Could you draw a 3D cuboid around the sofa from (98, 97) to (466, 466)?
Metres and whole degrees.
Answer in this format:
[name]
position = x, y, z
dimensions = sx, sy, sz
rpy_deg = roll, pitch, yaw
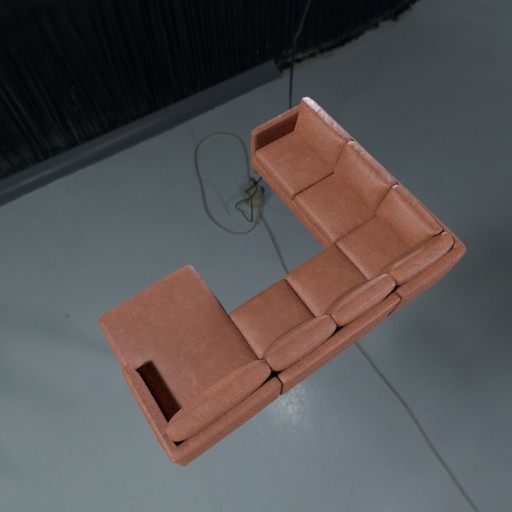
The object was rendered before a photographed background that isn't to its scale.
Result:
[sofa]
position = 0.000, 0.000, 4.719
dimensions = 3.460, 0.923, 2.593
rpy_deg = -32, 67, -15
